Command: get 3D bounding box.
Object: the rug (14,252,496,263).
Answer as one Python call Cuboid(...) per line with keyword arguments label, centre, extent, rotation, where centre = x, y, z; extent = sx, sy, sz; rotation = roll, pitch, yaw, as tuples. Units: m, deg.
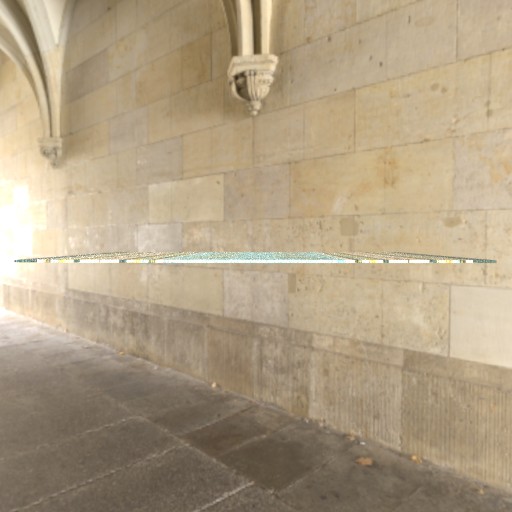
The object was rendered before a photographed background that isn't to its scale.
Cuboid(label="rug", centre=(0.000, 0.000, 2.268), extent=(1.811, 0.010, 1.212), rotation=(0, 2, 1))
